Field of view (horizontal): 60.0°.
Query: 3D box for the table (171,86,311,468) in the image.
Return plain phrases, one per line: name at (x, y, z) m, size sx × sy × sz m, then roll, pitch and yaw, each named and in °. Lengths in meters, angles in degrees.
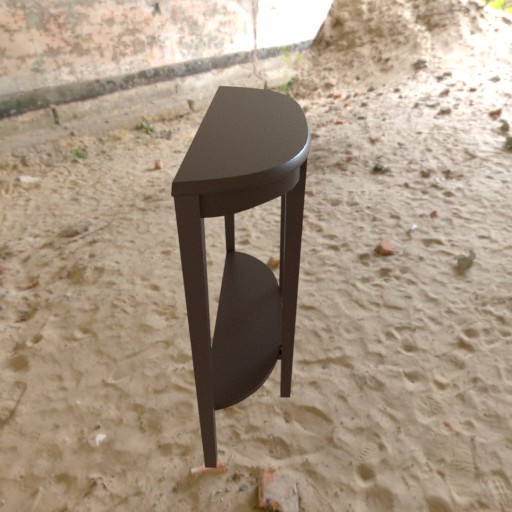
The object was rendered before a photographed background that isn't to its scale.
table at (0.000, 0.000, 1.361) m, size 0.274 × 0.831 × 0.909 m, roll 1°, pitch 31°, yaw 1°
